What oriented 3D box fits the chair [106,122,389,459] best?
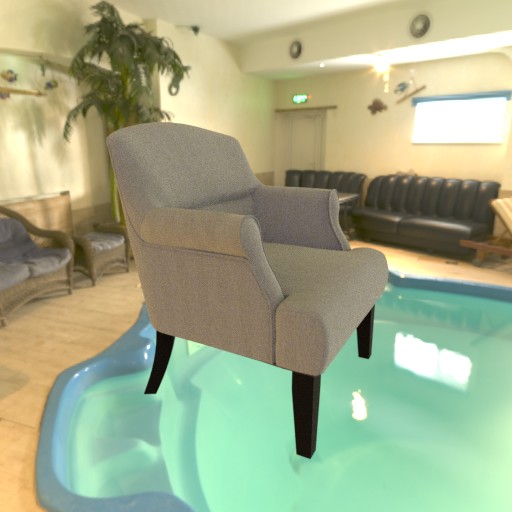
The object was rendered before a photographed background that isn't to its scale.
[{"bbox_3d":[0.000,0.000,1.500,0.755,0.880,0.772,8,16,27],"label":"chair"}]
